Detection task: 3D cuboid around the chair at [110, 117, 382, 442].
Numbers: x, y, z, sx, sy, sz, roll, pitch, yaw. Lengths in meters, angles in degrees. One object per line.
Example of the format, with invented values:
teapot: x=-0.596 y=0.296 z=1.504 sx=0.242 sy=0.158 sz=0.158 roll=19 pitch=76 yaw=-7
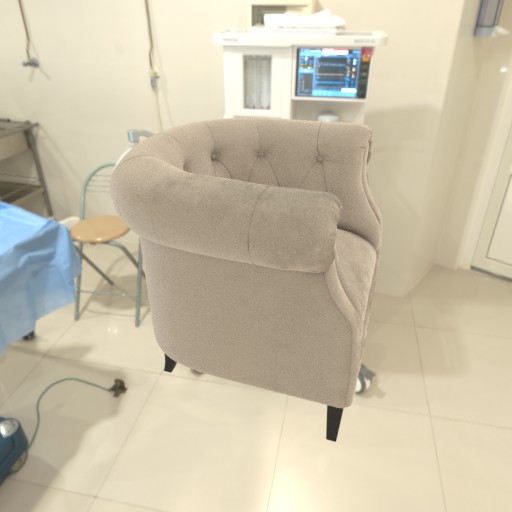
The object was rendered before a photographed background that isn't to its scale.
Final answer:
chair: x=0.000 y=0.000 z=1.601 sx=0.851 sy=0.826 sz=0.904 roll=10 pitch=32 yaw=16
